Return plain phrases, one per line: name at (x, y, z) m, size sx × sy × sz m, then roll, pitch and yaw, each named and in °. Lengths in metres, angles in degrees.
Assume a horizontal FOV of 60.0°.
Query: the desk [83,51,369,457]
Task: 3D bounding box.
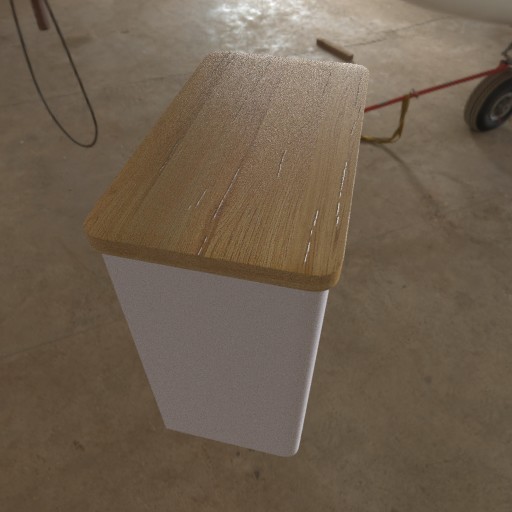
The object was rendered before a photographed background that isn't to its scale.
desk at (0.000, 0.000, 1.239) m, size 0.440 × 0.790 × 0.760 m, roll 10°, pitch 48°, yaw 9°
